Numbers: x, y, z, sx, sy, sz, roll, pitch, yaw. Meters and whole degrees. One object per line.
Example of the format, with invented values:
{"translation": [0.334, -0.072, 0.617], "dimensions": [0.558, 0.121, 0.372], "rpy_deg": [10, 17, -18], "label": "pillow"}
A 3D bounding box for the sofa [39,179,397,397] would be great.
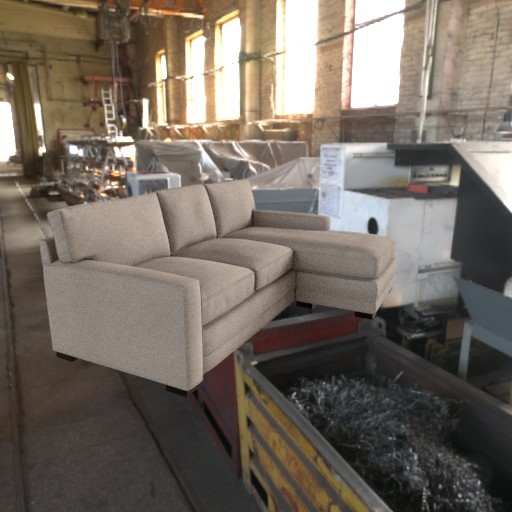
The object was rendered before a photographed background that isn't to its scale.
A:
{"translation": [0.000, 0.000, 2.938], "dimensions": [1.496, 0.861, 2.087], "rpy_deg": [7, 16, 26], "label": "sofa"}
